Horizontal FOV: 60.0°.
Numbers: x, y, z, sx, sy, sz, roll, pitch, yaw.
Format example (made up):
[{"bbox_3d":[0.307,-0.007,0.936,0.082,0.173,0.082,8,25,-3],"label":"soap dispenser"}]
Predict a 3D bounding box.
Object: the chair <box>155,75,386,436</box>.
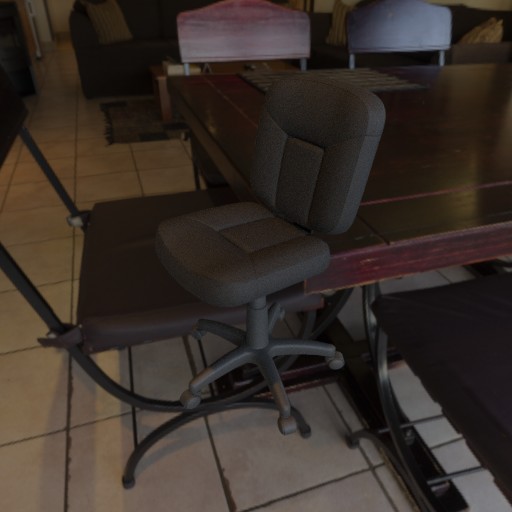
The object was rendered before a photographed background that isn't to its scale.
[{"bbox_3d":[0.000,0.000,1.374,0.610,0.972,0.610,-22,38,-31],"label":"chair"}]
